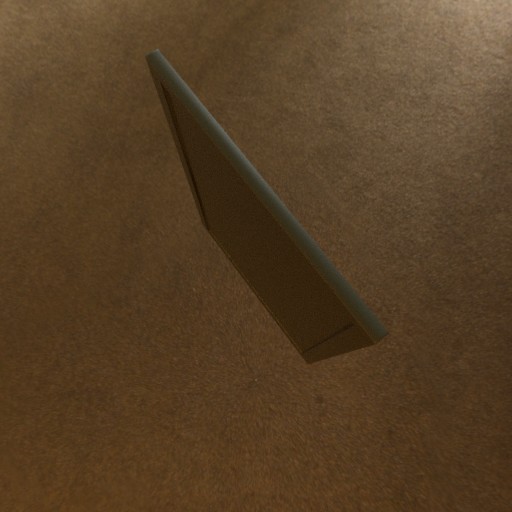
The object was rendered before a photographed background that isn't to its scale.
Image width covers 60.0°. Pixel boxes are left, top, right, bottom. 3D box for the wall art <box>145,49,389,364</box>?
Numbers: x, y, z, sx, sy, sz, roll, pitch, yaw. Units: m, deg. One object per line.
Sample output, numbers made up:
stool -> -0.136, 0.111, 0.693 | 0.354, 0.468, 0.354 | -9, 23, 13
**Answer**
wall art -> 0.000, 0.000, 0.556 | 0.013, 0.431, 0.303 | -36, 77, -9
